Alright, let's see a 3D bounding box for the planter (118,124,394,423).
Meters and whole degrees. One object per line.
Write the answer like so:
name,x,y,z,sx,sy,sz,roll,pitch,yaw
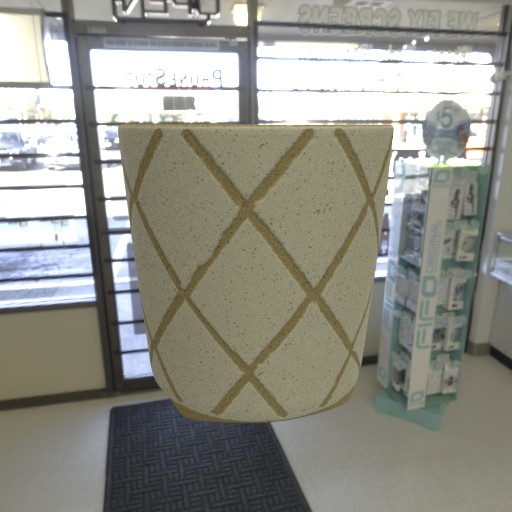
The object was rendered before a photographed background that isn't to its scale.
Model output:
planter,0.000,0.000,0.413,0.228,0.235,0.228,0,17,0
